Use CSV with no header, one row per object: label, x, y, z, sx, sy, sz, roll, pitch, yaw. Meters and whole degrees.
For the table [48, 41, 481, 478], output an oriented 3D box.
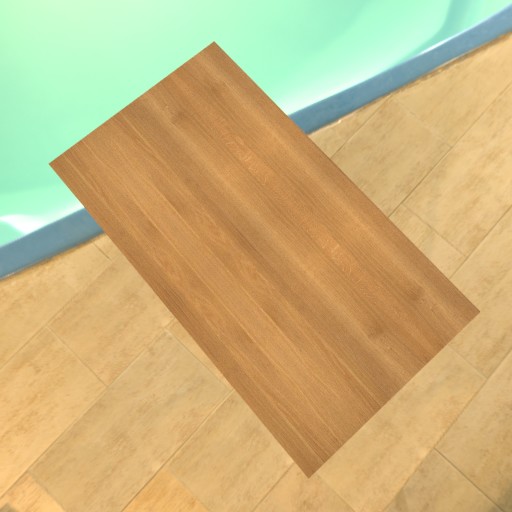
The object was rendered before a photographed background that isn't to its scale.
table,0.000,0.000,2.141,0.900,0.750,1.600,-40,80,-9
